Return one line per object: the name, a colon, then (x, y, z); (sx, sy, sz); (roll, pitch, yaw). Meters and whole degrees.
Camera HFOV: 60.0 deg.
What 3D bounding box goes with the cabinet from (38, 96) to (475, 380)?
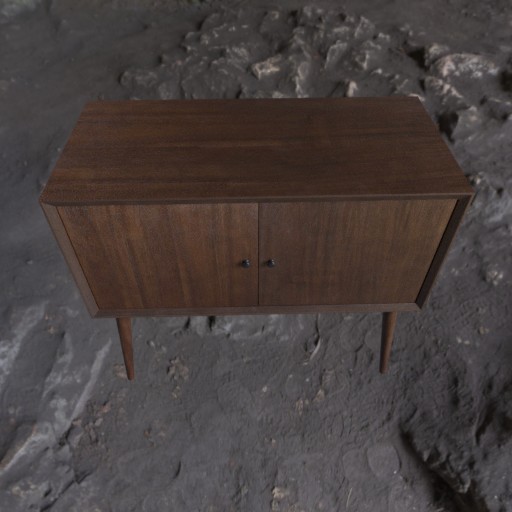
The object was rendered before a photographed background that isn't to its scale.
cabinet: (0.000, 0.000, 1.110); (0.743, 0.654, 0.354); (-1, 46, -1)
